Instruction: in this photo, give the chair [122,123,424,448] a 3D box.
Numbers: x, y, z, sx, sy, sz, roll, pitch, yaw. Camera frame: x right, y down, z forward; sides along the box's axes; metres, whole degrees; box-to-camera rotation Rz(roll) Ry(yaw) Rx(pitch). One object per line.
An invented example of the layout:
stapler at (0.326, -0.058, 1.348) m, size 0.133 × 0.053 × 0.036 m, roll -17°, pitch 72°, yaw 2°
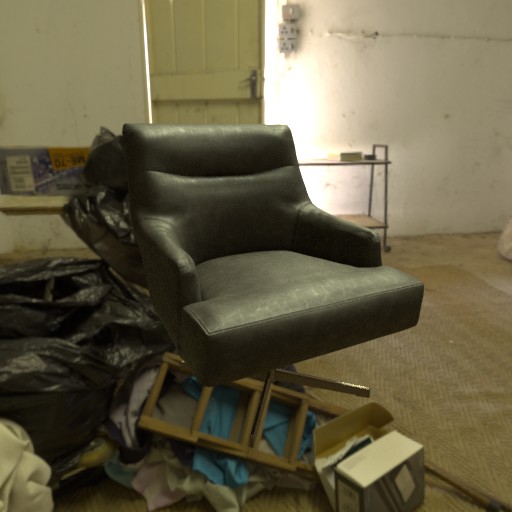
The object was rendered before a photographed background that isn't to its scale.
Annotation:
chair at (0.000, 0.000, 1.508) m, size 0.738 × 0.870 × 0.874 m, roll -9°, pitch 18°, yaw -28°
